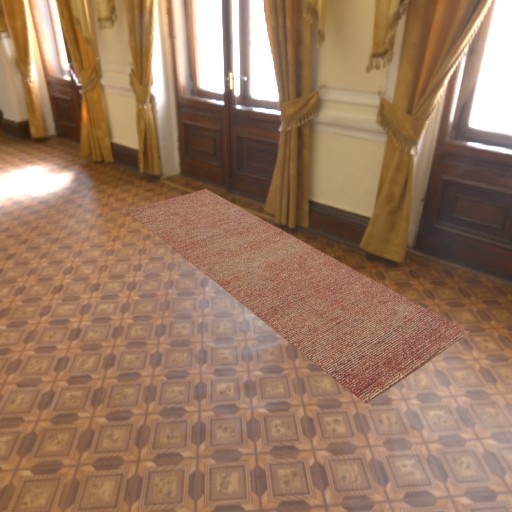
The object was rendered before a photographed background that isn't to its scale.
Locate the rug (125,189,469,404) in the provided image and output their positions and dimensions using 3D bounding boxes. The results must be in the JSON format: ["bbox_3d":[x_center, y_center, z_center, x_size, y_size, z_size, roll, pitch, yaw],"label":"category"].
[{"bbox_3d":[0.000,0.000,2.684,0.718,0.013,2.353,-20,35,-32],"label":"rug"}]
